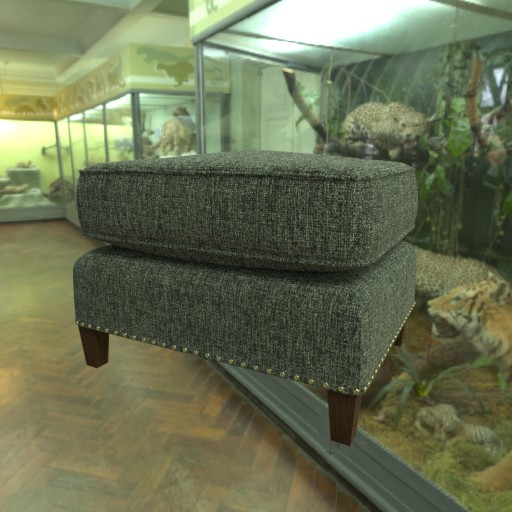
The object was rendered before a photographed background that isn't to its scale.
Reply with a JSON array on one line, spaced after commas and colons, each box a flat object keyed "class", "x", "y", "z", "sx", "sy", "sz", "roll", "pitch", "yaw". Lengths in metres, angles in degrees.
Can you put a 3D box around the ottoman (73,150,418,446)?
[{"class": "ottoman", "x": 0.000, "y": 0.000, "z": 1.155, "sx": 0.738, "sy": 0.537, "sz": 0.589, "roll": 7, "pitch": 15, "yaw": 27}]
